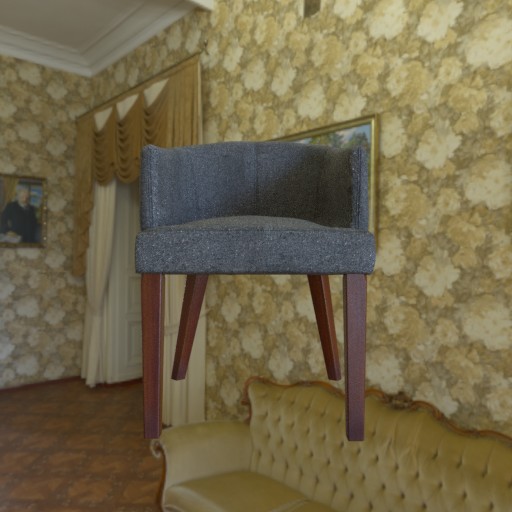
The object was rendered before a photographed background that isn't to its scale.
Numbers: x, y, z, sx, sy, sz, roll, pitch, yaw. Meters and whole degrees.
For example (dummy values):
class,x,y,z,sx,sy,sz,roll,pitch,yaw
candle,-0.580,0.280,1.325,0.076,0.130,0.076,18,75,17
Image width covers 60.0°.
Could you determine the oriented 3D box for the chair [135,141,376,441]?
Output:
class,x,y,z,sx,sy,sz,roll,pitch,yaw
chair,0.000,0.000,1.270,0.583,0.811,0.655,0,0,1
